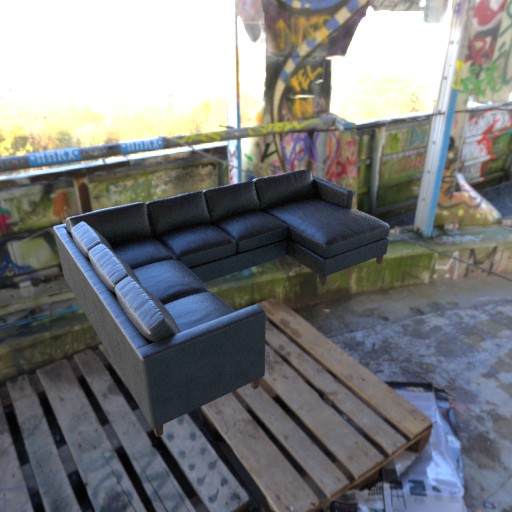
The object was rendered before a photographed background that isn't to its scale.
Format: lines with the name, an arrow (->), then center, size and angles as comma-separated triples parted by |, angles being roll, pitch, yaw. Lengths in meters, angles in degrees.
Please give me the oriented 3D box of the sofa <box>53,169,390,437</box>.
sofa -> 0.000, 0.000, 4.549 | 3.324, 0.891, 2.452 | -17, 32, -30
